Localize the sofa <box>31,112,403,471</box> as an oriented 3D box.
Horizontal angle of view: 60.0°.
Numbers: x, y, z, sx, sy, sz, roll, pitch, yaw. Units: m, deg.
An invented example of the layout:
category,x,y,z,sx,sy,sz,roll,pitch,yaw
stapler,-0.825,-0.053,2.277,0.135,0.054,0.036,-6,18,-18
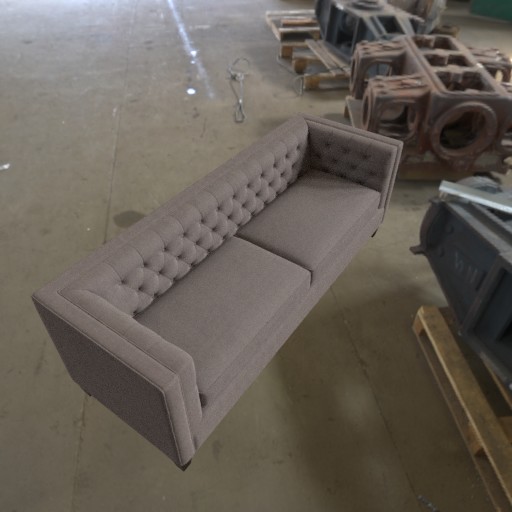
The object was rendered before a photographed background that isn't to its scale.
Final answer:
category,x,y,z,sx,sy,sz,roll,pitch,yaw
sofa,0.000,0.000,2.564,0.775,0.762,2.159,26,48,25
